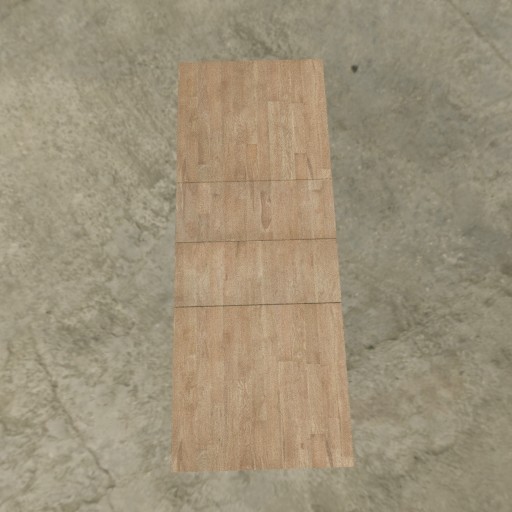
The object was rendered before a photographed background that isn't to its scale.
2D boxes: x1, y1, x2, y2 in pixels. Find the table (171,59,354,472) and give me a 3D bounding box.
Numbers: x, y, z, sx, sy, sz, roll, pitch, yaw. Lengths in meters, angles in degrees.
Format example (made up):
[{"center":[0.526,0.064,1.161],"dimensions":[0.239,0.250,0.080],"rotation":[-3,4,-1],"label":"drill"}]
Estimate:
[{"center":[0.000,0.000,3.106],"dimensions":[1.000,0.752,2.603],"rotation":[-2,75,0],"label":"table"}]
